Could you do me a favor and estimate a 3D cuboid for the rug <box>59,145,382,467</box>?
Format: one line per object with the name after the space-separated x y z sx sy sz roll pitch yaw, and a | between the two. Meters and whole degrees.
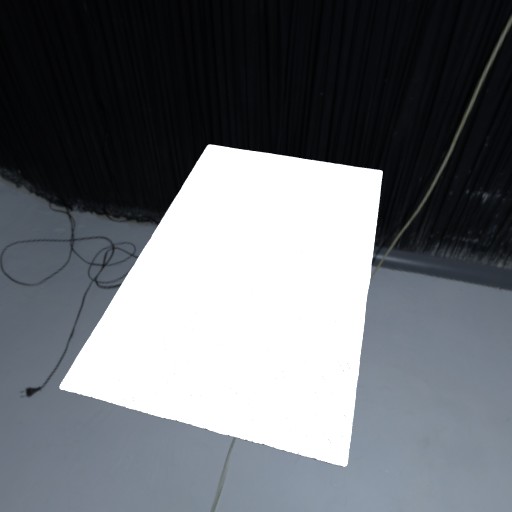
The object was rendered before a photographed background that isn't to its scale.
0.000 0.000 3.037 1.546 0.010 2.442 11 48 10 | rug
